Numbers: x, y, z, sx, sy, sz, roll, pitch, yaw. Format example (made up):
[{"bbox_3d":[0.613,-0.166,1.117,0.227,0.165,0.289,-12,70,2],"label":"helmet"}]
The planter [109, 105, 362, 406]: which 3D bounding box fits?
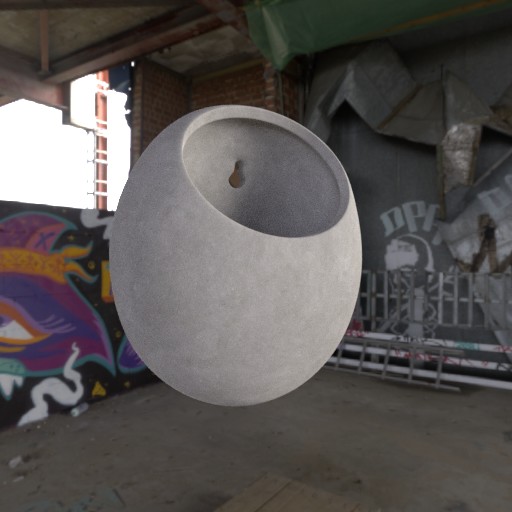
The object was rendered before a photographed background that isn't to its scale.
[{"bbox_3d":[0.000,0.000,0.283,0.185,0.188,0.071,0,0,-35],"label":"planter"}]
